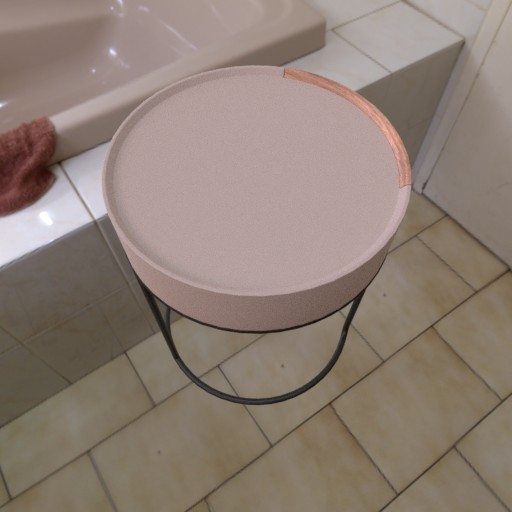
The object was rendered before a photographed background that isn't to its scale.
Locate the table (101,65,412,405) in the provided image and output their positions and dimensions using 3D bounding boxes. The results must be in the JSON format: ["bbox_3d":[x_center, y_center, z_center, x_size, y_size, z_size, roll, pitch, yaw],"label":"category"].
[{"bbox_3d":[0.000,0.000,0.873,0.450,0.530,0.450,0,58,0],"label":"table"}]
